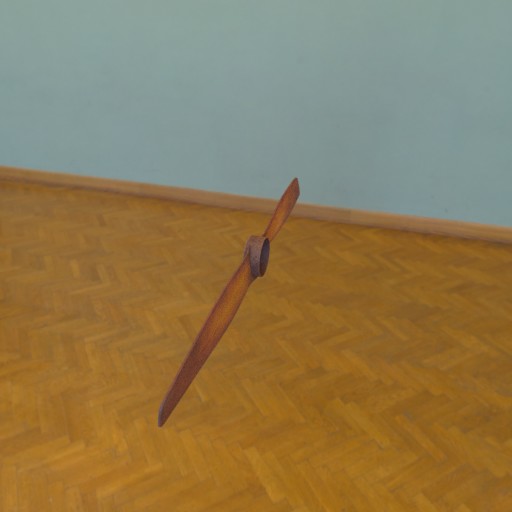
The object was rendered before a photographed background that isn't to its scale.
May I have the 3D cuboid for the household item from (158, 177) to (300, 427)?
[{"bbox_3d":[0.000,0.000,1.251,0.051,0.121,1.181,8,30,14],"label":"household item"}]
